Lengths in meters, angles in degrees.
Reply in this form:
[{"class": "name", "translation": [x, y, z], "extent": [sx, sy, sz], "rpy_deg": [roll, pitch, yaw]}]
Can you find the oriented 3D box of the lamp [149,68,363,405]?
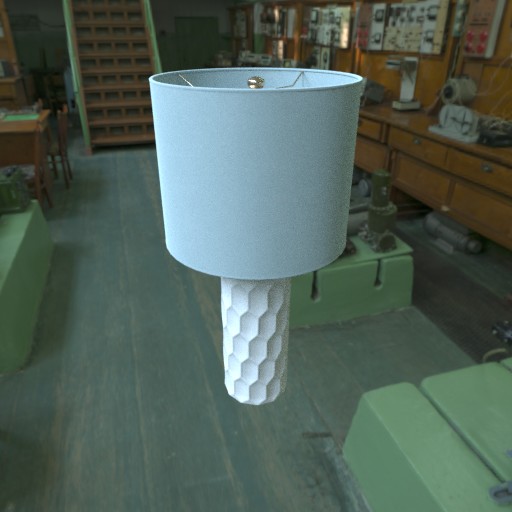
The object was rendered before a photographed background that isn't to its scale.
[{"class": "lamp", "translation": [0.000, 0.000, 0.708], "extent": [0.277, 0.534, 0.277], "rpy_deg": [-9, 29, -17]}]
